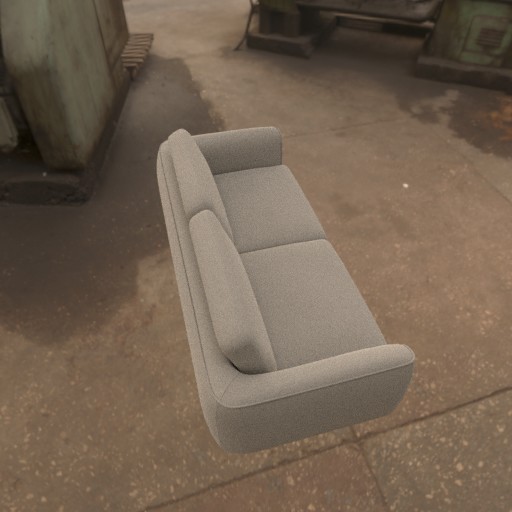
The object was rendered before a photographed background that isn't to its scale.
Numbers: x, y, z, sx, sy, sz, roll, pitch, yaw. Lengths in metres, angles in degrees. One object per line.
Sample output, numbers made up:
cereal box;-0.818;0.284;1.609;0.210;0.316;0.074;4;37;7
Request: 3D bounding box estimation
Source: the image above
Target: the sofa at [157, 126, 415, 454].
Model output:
sofa;0.000;0.000;2.512;0.920;0.850;2.000;-11;46;-11
